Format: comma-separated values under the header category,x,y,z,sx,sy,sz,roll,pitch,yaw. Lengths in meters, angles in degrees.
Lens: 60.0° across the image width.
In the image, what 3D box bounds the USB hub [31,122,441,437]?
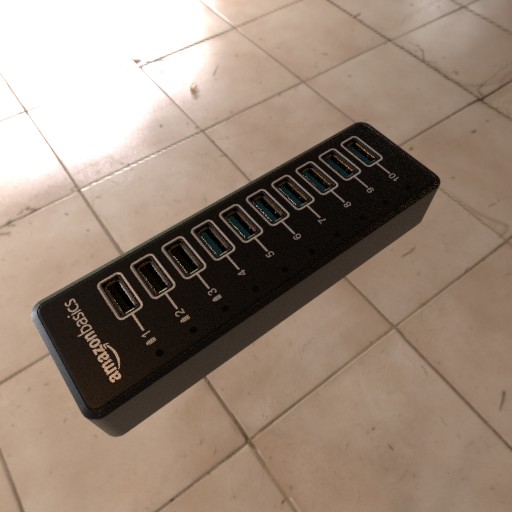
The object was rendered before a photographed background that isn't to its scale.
category,x,y,z,sx,sy,sz,roll,pitch,yaw
USB hub,0.000,0.000,0.160,0.145,0.023,0.044,-32,63,-19
